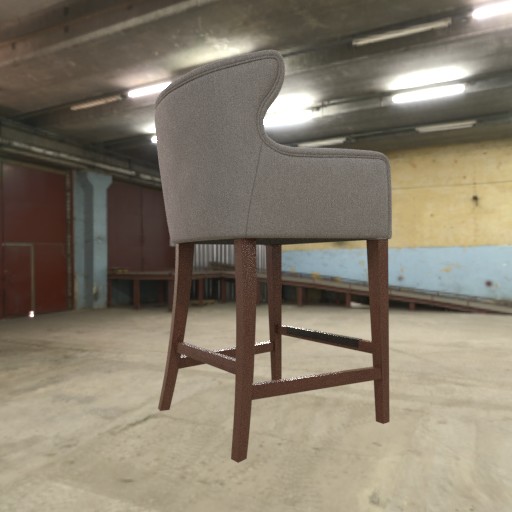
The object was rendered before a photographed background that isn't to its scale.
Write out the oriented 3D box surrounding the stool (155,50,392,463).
[{"bbox_3d":[0.000,0.000,1.326,0.575,0.951,0.575,1,-1,-35],"label":"stool"}]
